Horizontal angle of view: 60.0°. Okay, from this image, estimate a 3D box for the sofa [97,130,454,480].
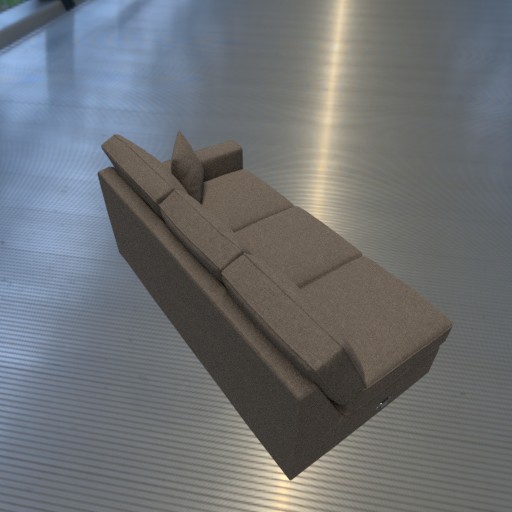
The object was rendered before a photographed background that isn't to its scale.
[{"bbox_3d":[0.000,0.000,2.523,1.034,0.946,1.963,-26,48,-26],"label":"sofa"}]
